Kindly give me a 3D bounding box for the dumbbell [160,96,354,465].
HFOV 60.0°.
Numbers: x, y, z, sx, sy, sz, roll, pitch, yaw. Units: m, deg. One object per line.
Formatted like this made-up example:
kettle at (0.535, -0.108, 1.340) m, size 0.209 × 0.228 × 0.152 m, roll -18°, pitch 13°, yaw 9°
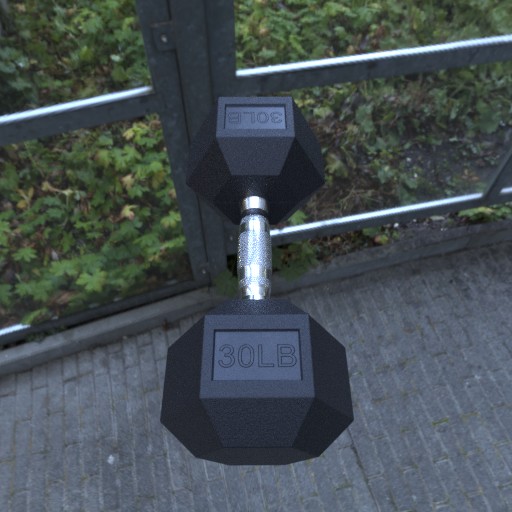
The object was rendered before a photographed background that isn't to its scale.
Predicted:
dumbbell at (0.000, 0.000, 0.402) m, size 0.142 × 0.123 × 0.337 m, roll 0°, pitch 57°, yaw 0°
